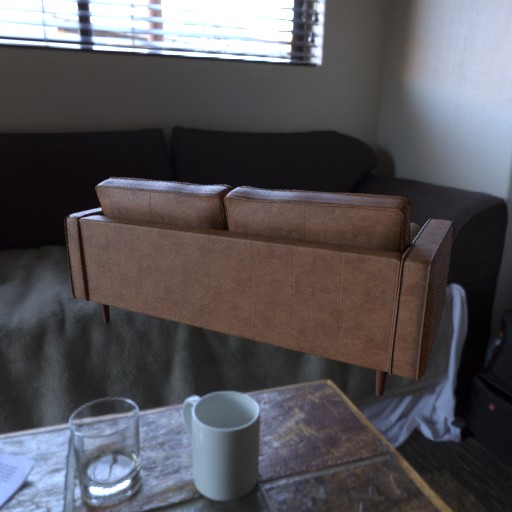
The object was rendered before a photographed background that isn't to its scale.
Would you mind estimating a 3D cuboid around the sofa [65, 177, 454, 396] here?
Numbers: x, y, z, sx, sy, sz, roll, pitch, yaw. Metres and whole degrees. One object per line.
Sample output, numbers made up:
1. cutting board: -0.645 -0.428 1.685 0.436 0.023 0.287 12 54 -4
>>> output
1. sofa: 0.000 0.000 2.426 1.920 0.825 0.924 8 18 26
